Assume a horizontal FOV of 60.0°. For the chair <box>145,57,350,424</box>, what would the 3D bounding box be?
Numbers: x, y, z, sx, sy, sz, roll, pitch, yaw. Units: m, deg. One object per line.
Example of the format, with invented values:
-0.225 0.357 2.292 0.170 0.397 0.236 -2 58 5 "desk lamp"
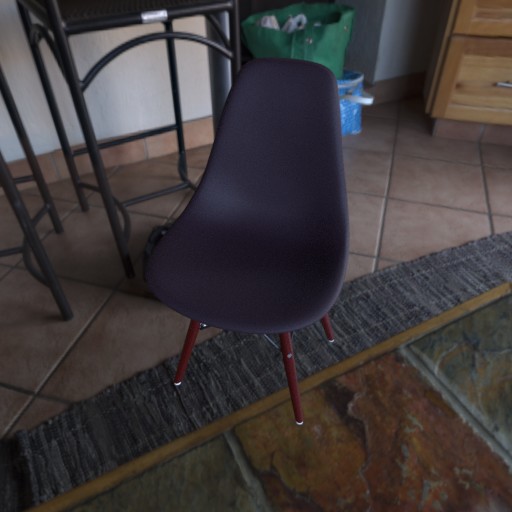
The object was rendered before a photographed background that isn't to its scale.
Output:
0.000 0.000 1.146 0.470 0.826 0.533 13 42 14 "chair"
